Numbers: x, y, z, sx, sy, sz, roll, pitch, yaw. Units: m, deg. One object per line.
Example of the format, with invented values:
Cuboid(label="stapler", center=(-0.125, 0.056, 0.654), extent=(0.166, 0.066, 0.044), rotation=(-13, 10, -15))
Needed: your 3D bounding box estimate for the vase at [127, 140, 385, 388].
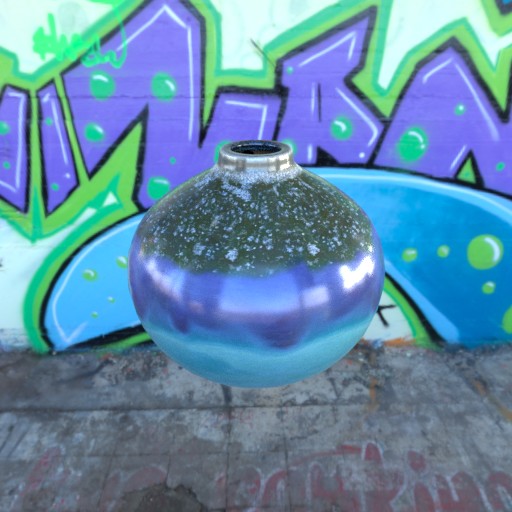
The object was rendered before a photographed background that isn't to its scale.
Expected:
Cuboid(label="vase", center=(0.000, 0.000, 0.271), extent=(0.154, 0.133, 0.154), rotation=(0, 28, 0))
